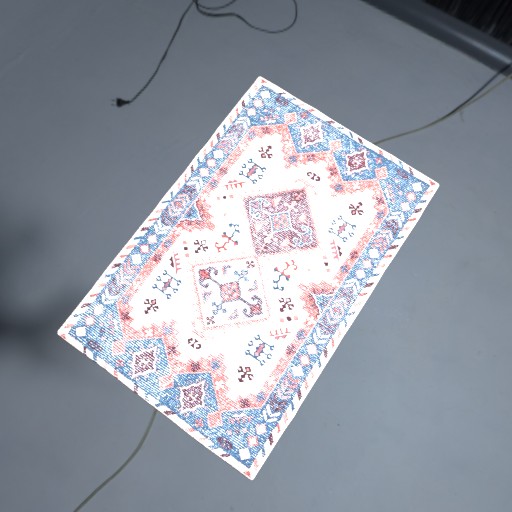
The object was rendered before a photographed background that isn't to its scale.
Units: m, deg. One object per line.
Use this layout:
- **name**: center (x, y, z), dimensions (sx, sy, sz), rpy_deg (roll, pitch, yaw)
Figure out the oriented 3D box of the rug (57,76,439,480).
- **rug**: center (0.000, 0.000, 2.365), dimensions (1.225, 0.015, 1.840), rpy_deg (34, 78, 8)
